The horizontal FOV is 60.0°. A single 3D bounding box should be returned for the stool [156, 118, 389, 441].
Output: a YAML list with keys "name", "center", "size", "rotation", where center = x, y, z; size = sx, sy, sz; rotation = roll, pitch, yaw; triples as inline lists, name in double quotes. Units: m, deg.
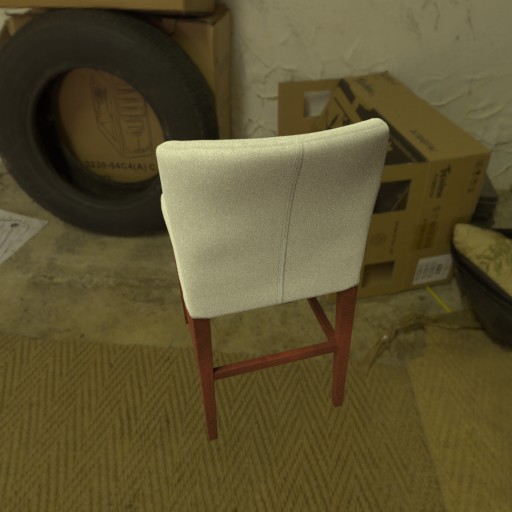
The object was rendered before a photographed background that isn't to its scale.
- name: "stool"
  center: [0.000, 0.000, 1.281]
  size: [0.479, 0.968, 0.568]
  rotation: [-10, 41, -12]
